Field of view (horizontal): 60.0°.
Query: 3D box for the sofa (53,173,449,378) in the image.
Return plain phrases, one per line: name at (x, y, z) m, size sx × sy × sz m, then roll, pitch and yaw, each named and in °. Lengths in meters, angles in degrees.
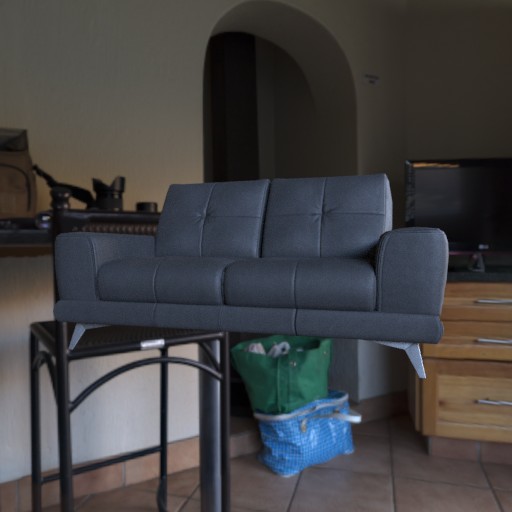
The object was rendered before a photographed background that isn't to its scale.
sofa at (0.000, 0.000, 2.352) m, size 1.806 × 0.907 × 1.018 m, roll 0°, pitch 1°, yaw 17°
